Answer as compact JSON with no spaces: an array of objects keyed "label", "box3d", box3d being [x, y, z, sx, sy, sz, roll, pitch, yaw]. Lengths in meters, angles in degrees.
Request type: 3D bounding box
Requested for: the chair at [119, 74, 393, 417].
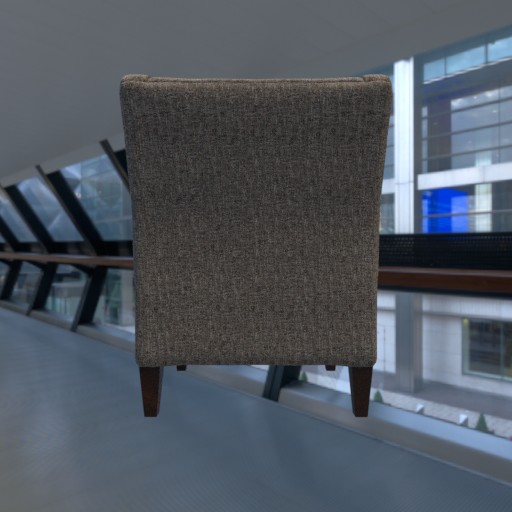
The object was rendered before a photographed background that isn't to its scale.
[{"label":"chair","box3d":[0.000,0.000,1.627,0.774,1.014,0.870,0,0,0]}]
